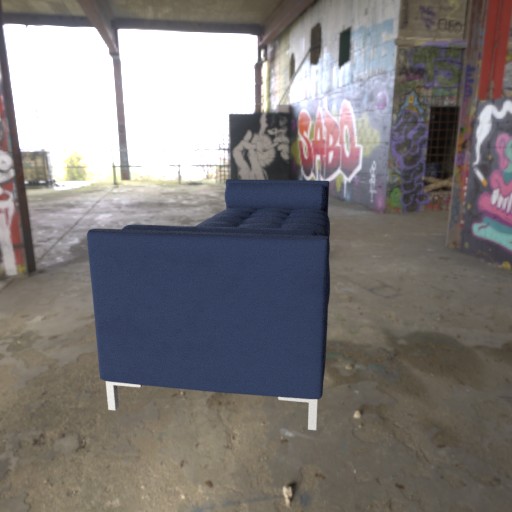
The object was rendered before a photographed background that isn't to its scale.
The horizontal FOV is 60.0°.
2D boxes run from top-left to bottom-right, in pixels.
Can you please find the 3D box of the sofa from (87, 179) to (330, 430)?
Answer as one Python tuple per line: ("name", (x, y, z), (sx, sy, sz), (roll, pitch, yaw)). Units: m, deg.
("sofa", (0.000, 0.000, 2.423), (0.797, 0.657, 2.102), (2, 15, 9))
